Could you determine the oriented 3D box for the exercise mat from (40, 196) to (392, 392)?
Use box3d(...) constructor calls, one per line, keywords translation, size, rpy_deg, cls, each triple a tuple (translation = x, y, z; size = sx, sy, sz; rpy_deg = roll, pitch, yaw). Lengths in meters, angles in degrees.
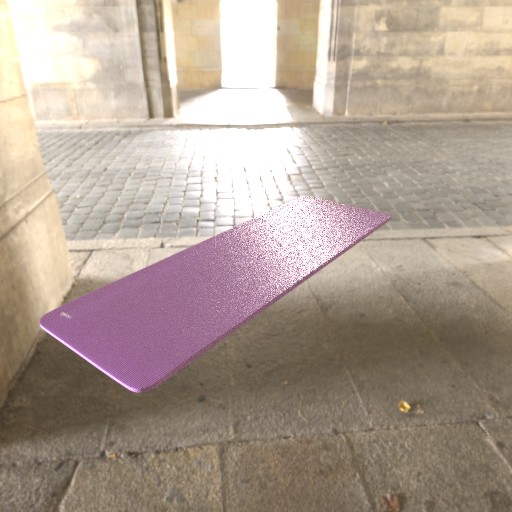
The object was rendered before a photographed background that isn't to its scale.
box3d(translation=(0.000, 0.000, 2.108), size=(0.616, 0.021, 1.869), rpy_deg=(19, 31, 34), cls="exercise mat")
